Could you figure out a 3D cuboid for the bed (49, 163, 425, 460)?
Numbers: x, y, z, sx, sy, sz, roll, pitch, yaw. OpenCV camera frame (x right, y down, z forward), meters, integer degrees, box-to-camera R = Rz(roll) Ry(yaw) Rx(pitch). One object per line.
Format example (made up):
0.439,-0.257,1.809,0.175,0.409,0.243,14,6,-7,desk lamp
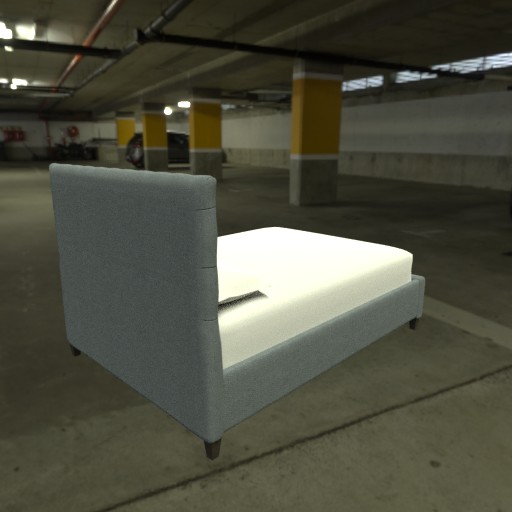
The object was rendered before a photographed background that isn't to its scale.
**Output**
0.000,0.000,3.390,1.698,1.411,2.335,14,20,43,bed
